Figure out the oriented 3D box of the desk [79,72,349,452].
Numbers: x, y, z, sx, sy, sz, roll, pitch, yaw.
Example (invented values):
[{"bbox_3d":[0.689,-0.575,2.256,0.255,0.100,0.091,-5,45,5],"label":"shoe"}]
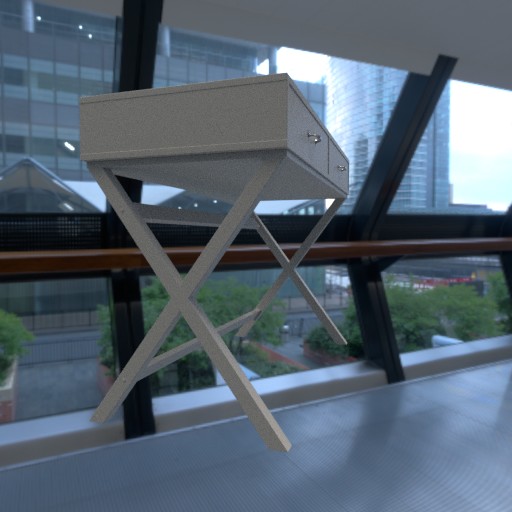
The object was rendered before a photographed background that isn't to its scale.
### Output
[{"bbox_3d":[0.000,0.000,1.476,0.525,0.780,1.057,1,2,18],"label":"desk"}]
